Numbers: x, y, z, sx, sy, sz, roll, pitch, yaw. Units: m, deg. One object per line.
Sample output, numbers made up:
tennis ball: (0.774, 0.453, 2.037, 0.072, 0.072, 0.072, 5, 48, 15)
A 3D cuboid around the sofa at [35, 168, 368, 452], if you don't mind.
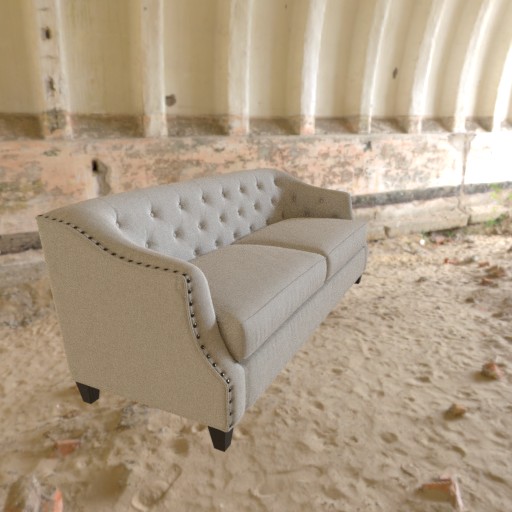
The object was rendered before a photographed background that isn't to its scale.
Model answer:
sofa: (0.000, 0.000, 2.672, 0.914, 0.901, 2.235, 8, 18, 25)
